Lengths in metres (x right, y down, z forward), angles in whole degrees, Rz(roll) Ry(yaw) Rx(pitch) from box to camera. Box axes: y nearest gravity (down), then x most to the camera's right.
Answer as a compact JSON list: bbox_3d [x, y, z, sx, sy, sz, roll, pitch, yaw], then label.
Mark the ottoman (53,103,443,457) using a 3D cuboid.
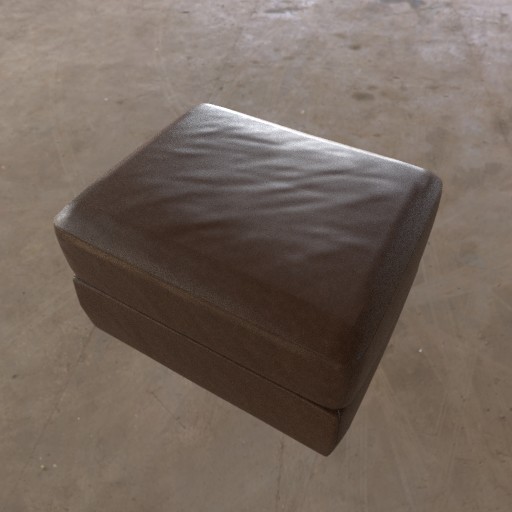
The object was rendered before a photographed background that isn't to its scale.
[{"bbox_3d":[0.000,0.000,1.134,0.751,0.476,0.603,23,51,20],"label":"ottoman"}]
